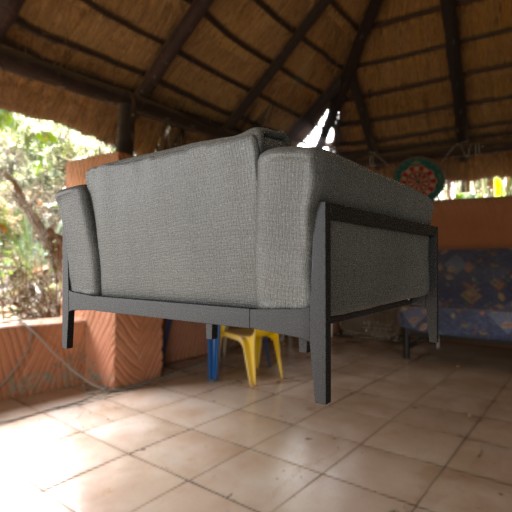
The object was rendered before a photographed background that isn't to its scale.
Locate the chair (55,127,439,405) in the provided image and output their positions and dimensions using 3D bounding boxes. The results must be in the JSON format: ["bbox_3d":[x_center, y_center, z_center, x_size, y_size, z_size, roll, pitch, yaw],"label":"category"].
[{"bbox_3d":[0.000,0.000,1.609,1.056,0.646,0.969,0,-1,37],"label":"chair"}]
